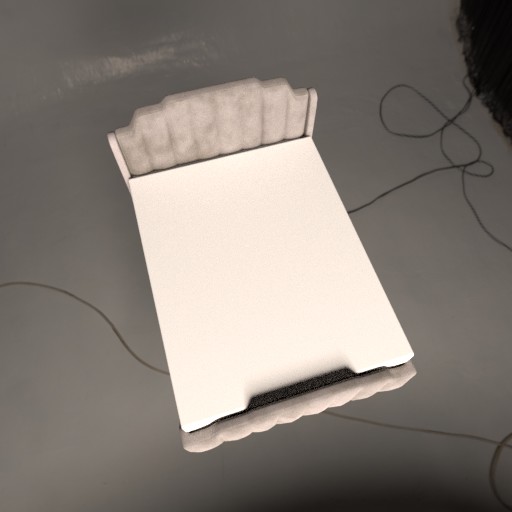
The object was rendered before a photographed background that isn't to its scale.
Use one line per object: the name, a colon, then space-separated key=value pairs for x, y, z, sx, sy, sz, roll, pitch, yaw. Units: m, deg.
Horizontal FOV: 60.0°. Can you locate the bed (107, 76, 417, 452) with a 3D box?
bed: x=0.000 y=0.000 z=3.336 sx=1.676 sy=1.245 sz=2.340 roll=-15 pitch=64 yaw=-8
